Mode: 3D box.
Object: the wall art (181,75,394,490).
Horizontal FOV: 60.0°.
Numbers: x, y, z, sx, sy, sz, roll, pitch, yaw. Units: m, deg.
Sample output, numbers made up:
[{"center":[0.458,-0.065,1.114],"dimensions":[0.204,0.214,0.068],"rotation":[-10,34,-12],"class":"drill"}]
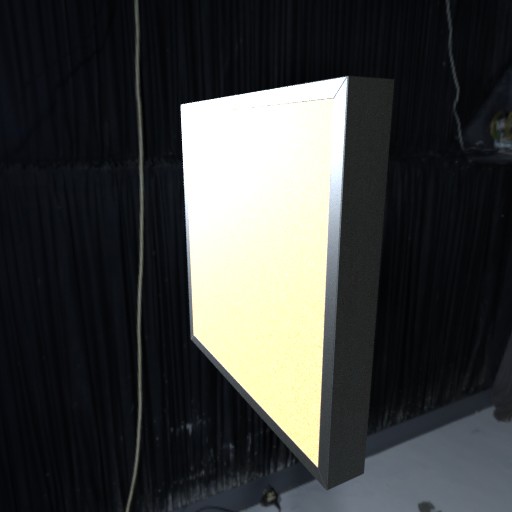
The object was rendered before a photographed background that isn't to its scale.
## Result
[{"center":[0.000,0.000,0.445],"dimensions":[0.038,0.304,0.304],"rotation":[-8,17,-27],"class":"wall art"}]
